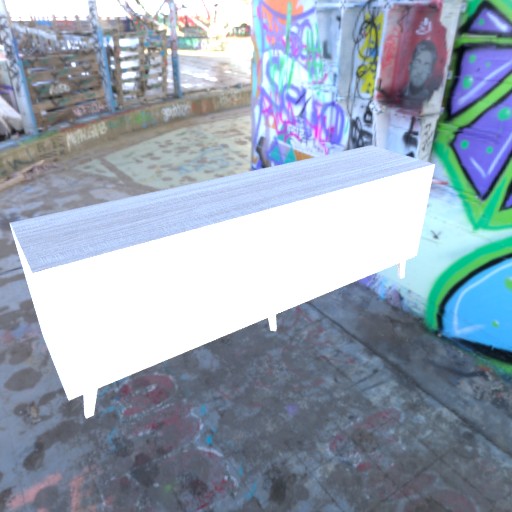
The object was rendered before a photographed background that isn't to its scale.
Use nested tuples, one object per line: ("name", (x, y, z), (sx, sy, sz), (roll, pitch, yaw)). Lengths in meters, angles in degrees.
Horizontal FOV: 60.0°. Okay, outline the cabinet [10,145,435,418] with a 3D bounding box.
("cabinet", (0.000, 0.000, 2.438), (2.200, 0.780, 0.500), (-18, 34, -29))
